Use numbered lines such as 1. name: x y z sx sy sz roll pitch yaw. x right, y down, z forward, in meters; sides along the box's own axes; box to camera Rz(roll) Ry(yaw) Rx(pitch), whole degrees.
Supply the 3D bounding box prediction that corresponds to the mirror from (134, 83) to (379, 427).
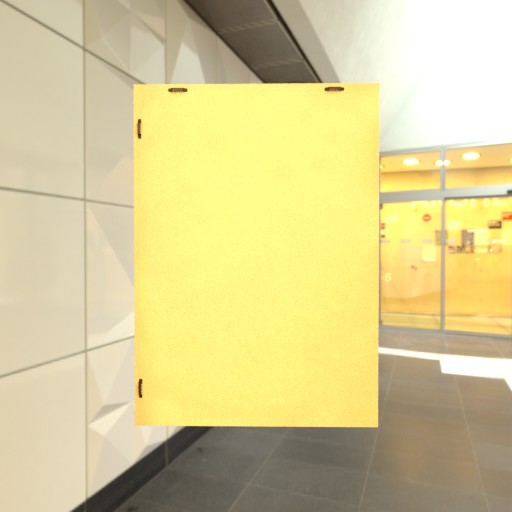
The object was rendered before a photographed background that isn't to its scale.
1. mirror: 0.000 0.000 0.933 0.507 0.710 0.040 0 1 1
